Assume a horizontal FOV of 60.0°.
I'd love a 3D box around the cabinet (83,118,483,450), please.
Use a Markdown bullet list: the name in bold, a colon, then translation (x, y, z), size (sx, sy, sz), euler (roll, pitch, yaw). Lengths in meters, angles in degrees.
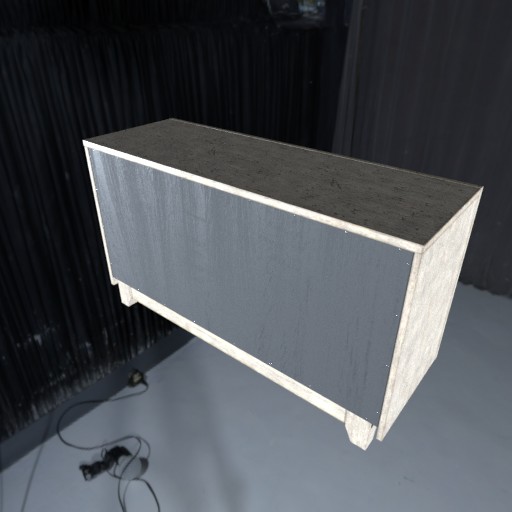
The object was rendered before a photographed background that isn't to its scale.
- **cabinet**: translation (0.000, 0.000, 1.847), size (1.460, 0.825, 0.511), euler (22, 37, 33)
